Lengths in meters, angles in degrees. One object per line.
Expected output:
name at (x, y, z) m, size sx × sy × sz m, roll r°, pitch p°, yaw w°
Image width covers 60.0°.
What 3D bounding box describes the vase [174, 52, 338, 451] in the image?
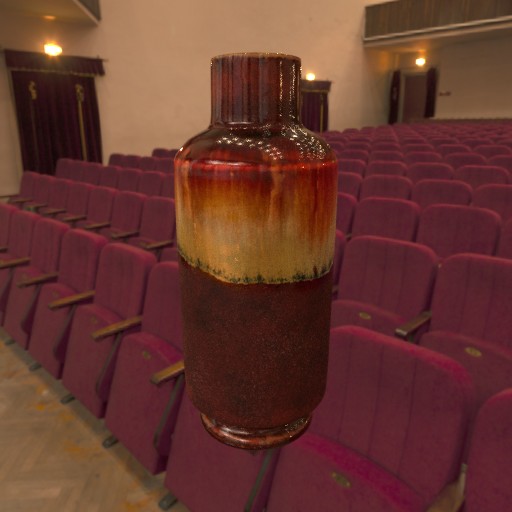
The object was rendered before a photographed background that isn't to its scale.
vase at (0.000, 0.000, 0.319) m, size 0.111 × 0.261 × 0.111 m, roll 0°, pitch 17°, yaw 0°
